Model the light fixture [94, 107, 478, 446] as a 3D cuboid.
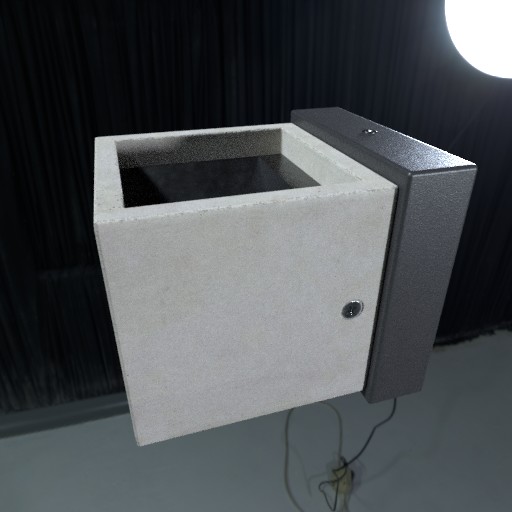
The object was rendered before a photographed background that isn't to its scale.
[{"bbox_3d":[0.000,0.000,0.231,0.143,0.121,0.121,-9,30,-15],"label":"light fixture"}]
